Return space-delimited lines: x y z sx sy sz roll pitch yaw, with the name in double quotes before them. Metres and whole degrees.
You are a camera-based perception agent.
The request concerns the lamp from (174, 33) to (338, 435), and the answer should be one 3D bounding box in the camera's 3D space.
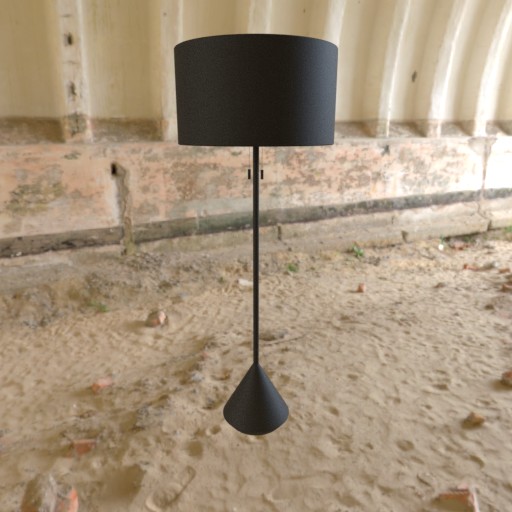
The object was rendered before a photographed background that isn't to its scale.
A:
"lamp" 0.000 0.000 1.791 0.580 1.526 0.580 8 18 27
